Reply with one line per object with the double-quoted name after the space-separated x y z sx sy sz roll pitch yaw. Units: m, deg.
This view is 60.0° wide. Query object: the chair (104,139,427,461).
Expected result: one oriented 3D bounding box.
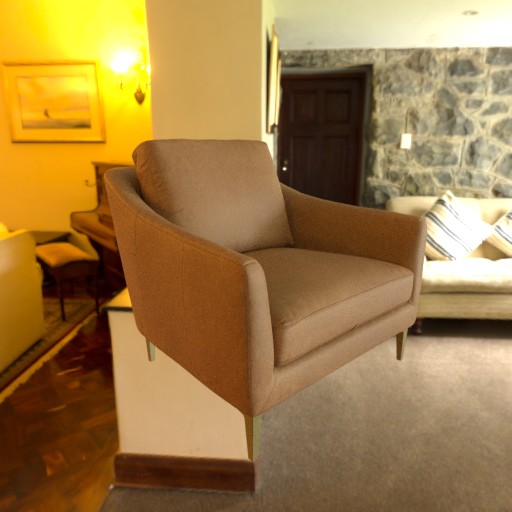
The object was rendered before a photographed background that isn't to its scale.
0.000 0.000 1.739 0.988 0.895 0.963 -13 19 -43 "chair"
